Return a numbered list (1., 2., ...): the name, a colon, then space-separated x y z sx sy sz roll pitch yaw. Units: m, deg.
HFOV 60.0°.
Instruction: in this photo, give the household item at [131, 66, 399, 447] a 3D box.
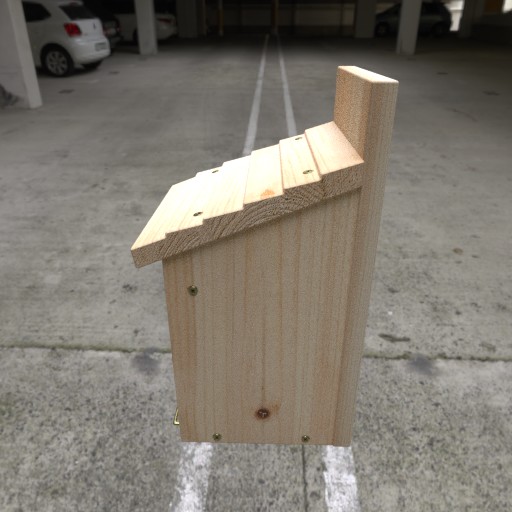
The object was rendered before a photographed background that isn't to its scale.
1. household item: 0.000 0.000 0.390 0.171 0.300 0.149 1 26 1
